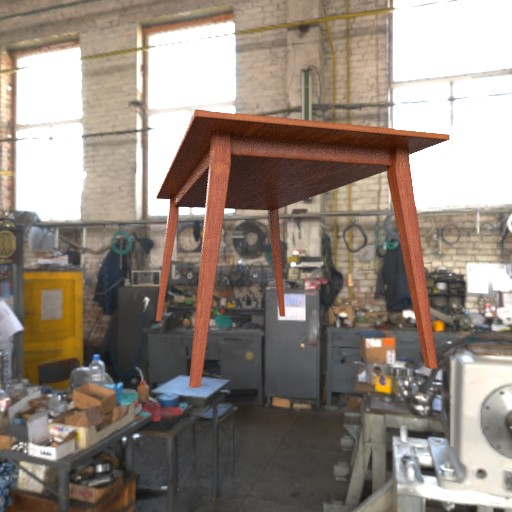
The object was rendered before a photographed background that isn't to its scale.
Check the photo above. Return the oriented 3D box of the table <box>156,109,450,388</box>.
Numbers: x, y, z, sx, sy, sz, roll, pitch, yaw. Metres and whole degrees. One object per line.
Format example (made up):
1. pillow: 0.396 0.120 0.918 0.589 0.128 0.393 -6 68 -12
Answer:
1. table: 0.000 0.000 2.055 0.811 0.755 1.609 0 -1 -16
